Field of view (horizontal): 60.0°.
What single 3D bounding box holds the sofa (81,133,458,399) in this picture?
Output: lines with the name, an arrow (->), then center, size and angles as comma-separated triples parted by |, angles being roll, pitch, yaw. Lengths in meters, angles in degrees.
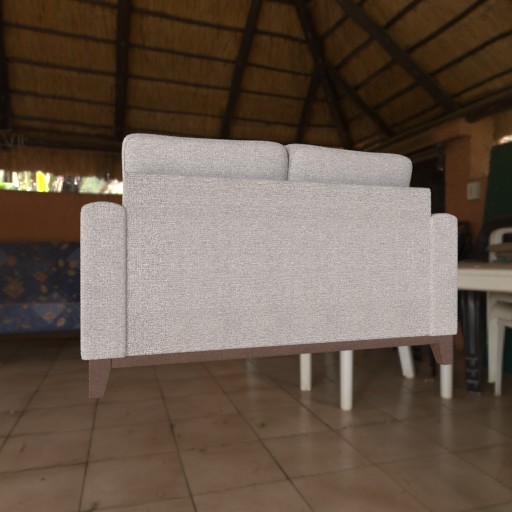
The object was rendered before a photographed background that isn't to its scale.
sofa -> 0.000, 0.000, 1.997 | 1.420, 0.873, 0.917 | 0, 0, -18
